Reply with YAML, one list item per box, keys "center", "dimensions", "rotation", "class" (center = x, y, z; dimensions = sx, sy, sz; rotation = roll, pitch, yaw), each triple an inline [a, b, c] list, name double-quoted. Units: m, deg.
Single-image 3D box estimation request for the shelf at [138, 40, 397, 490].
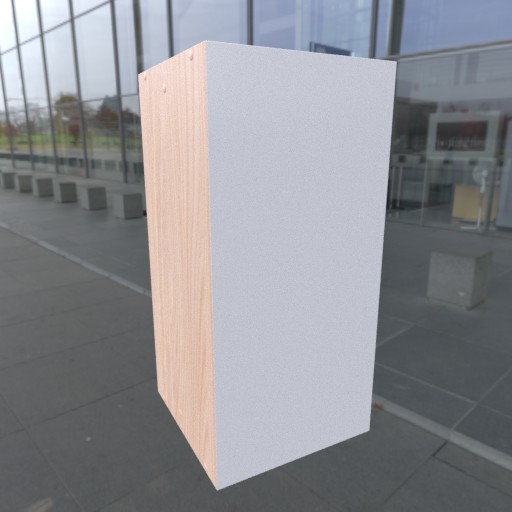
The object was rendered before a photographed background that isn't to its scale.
- center: [0.000, 0.000, 0.755]
  dimensions: [0.290, 0.594, 0.297]
  rotation: [-8, 17, -27]
  class: "shelf"
